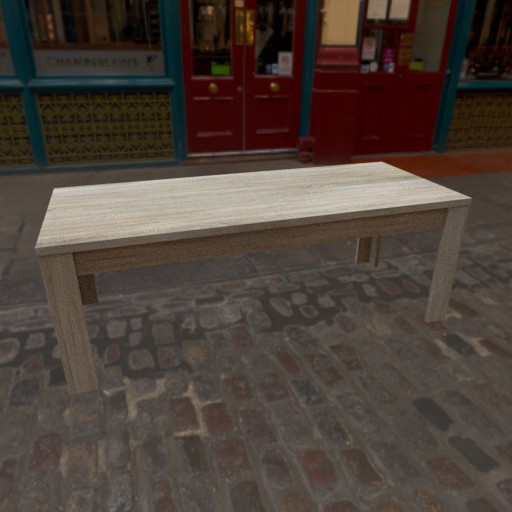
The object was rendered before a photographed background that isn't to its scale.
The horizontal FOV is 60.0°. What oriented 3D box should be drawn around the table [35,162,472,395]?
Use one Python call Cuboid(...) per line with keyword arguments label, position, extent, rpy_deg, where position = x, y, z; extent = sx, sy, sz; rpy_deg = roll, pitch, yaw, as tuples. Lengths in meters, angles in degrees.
Cuboid(label="table", position=(0.000, 0.000, 2.684), extent=(2.200, 0.790, 0.900), rpy_deg=(-8, 26, -16))
